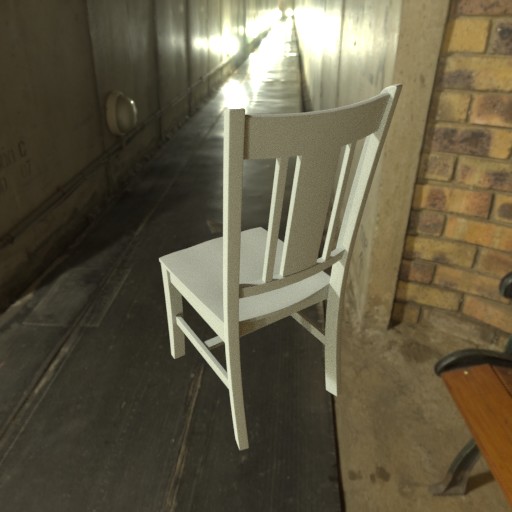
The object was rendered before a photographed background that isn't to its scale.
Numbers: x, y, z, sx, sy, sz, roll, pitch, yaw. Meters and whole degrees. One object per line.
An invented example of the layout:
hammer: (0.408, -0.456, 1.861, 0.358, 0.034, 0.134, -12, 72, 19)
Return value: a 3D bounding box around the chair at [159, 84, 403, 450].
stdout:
chair: (0.000, 0.000, 1.319, 0.450, 0.998, 0.555, -19, 36, -28)
